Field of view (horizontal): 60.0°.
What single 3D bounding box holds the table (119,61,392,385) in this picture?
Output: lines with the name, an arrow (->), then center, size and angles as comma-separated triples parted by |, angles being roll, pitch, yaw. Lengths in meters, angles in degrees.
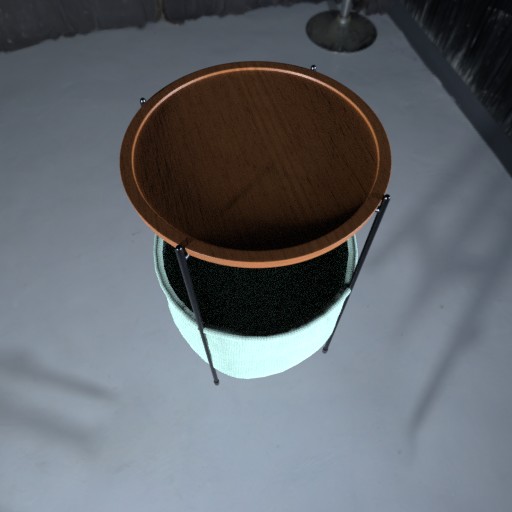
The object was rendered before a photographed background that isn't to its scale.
table -> 0.000, 0.000, 0.899 | 0.400, 0.623, 0.400 | -14, 60, -8
